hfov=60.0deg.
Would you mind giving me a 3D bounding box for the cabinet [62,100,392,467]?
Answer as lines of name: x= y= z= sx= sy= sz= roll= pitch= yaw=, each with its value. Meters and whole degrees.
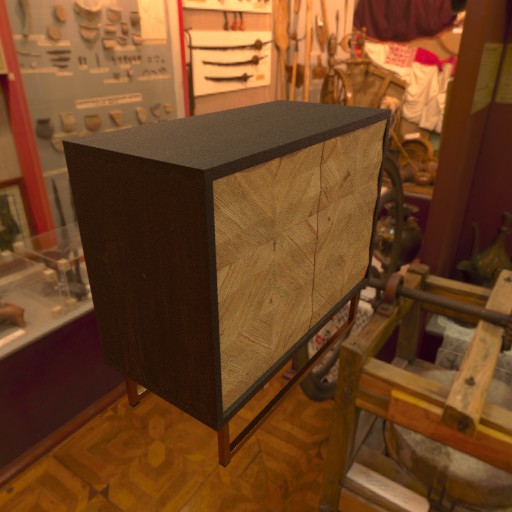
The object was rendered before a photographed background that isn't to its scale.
cabinet: x=0.000 y=0.000 z=1.468 sx=0.451 sy=0.860 sz=0.950 roll=18 pitch=31 yaw=32
